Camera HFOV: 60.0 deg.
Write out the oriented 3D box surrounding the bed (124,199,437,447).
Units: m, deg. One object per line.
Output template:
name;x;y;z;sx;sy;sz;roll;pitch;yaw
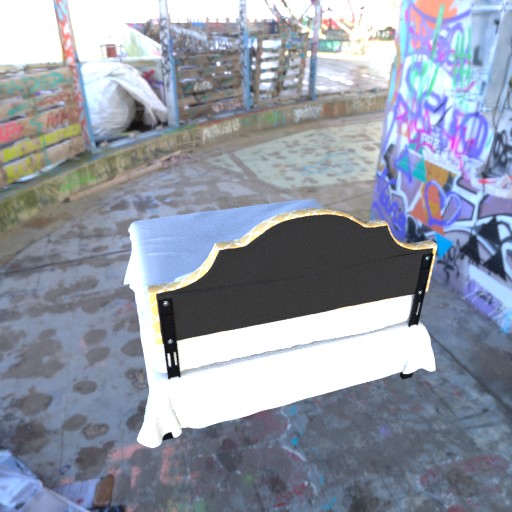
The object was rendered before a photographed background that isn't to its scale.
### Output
bed;0.000;0.000;3.795;2.314;1.601;2.222;-9;30;-15
